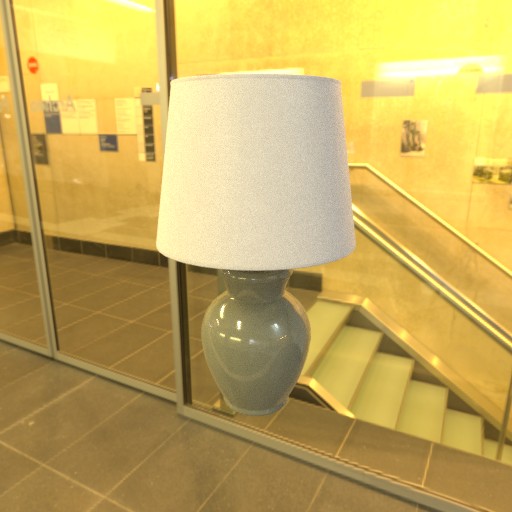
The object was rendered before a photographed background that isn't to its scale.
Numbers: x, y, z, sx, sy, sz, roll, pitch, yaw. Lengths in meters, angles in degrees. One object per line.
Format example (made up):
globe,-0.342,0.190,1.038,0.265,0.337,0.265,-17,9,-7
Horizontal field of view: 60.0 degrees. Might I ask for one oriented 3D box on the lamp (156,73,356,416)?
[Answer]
lamp,0.000,0.000,0.549,0.239,0.399,0.239,0,16,0
